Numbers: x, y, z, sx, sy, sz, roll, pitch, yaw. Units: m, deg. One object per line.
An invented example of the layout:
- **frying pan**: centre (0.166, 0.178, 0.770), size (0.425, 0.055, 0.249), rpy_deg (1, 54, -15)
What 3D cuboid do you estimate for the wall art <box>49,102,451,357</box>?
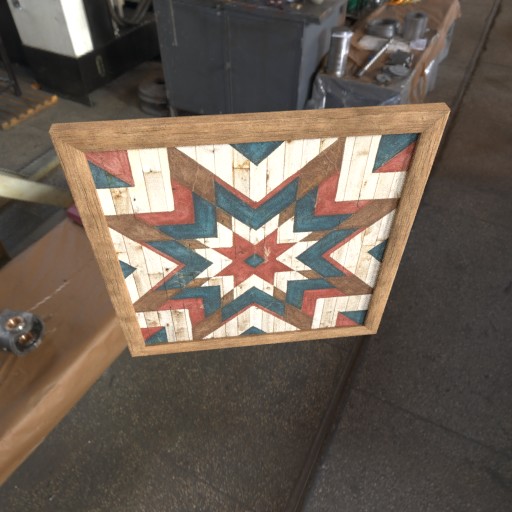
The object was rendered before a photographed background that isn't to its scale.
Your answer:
- **wall art**: centre (0.000, 0.000, 1.017), size (0.695, 0.691, 0.029), rpy_deg (-5, 46, -4)
